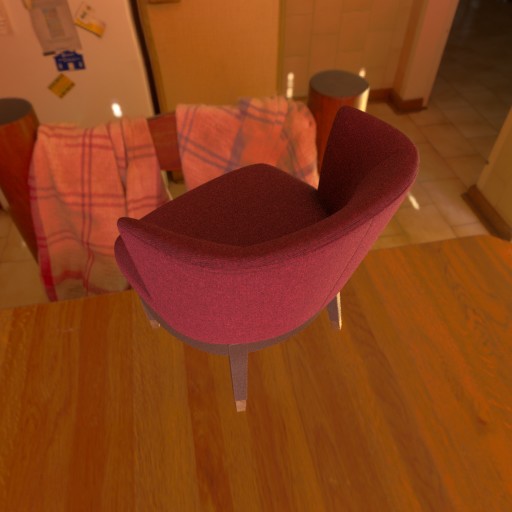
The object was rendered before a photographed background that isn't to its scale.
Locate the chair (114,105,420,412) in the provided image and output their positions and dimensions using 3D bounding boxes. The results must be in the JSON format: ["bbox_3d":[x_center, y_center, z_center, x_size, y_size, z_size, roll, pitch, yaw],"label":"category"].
[{"bbox_3d":[0.000,0.000,1.266,0.700,0.760,0.660,-33,55,-27],"label":"chair"}]
